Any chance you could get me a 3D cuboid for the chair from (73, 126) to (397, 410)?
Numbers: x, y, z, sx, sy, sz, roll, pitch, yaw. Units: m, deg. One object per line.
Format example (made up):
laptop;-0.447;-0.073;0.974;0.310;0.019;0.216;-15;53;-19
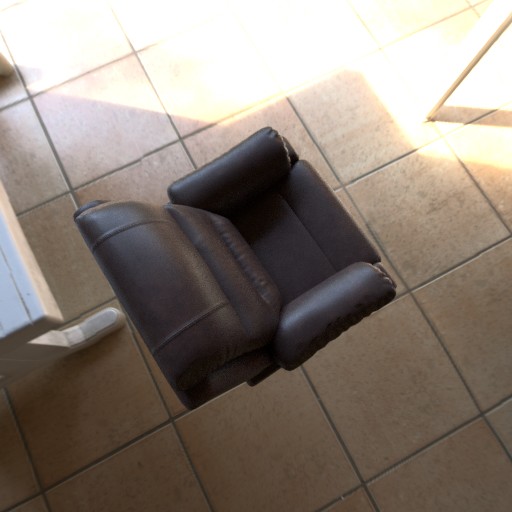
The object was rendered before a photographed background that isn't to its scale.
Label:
chair;0.000;0.000;1.699;0.919;0.992;0.855;-33;78;-8
